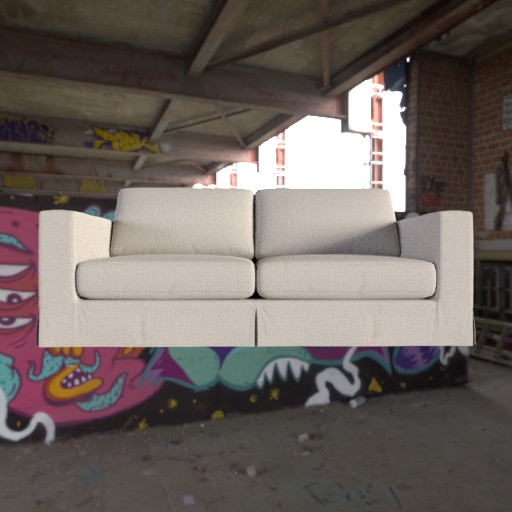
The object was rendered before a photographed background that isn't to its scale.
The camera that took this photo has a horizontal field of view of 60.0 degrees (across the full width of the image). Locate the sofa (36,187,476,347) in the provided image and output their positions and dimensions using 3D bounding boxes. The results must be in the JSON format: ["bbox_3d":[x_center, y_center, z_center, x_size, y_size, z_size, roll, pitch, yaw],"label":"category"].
[{"bbox_3d":[0.000,0.000,2.624,2.163,0.881,0.954,0,0,-1],"label":"sofa"}]
